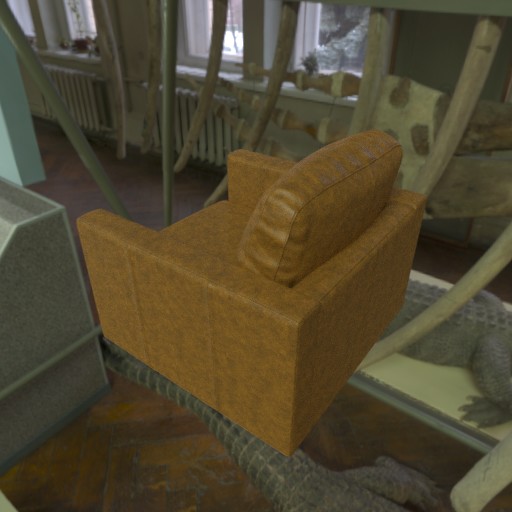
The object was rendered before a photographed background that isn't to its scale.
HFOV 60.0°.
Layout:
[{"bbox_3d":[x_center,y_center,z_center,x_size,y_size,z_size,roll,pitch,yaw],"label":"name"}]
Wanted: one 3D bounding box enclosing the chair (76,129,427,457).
[{"bbox_3d":[0.000,0.000,1.659,0.909,0.956,0.890,22,38,30],"label":"chair"}]
